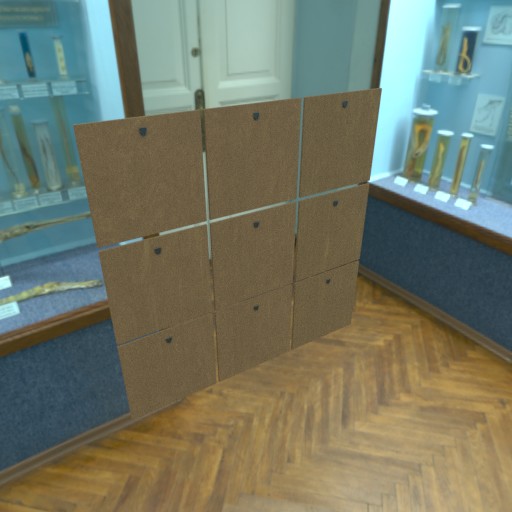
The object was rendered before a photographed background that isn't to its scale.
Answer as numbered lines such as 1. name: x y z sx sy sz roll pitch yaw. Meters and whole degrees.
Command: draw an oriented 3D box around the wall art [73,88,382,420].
1. wall art: 0.000 0.000 2.298 1.526 1.522 0.023 -17 34 -27
